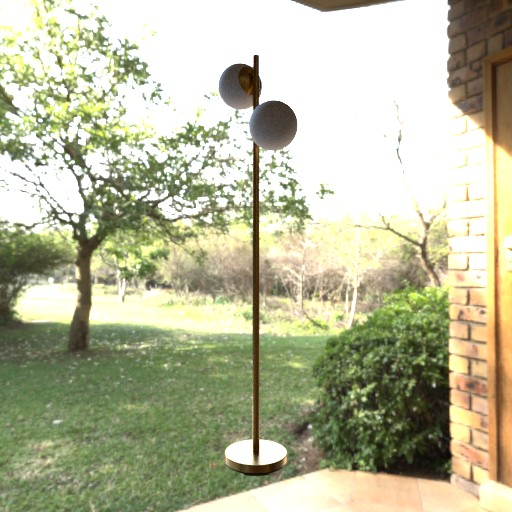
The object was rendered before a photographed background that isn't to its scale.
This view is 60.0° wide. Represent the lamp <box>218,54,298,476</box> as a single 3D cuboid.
[{"bbox_3d":[0.000,0.000,1.787,0.249,1.641,0.419,1,-2,-36],"label":"lamp"}]
